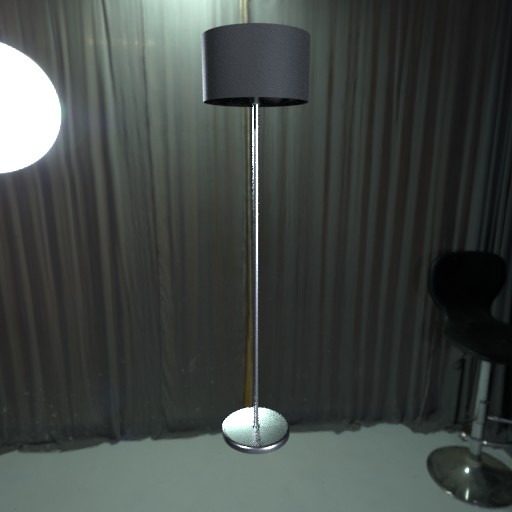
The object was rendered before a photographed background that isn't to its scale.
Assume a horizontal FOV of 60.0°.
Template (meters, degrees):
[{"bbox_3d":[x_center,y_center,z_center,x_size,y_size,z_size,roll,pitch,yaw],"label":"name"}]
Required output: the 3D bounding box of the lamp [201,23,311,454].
[{"bbox_3d":[0.000,0.000,1.595,0.348,1.443,0.348,-2,14,-8],"label":"lamp"}]
